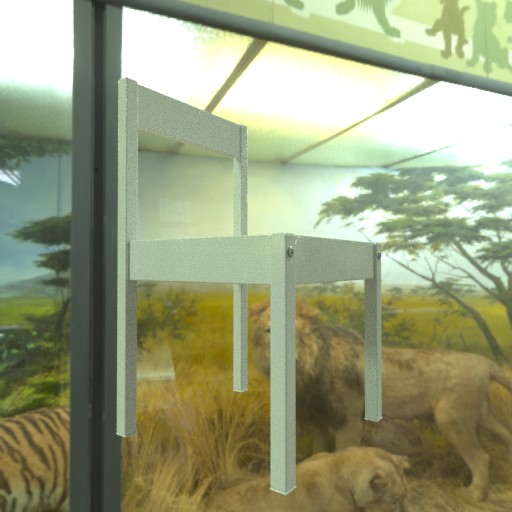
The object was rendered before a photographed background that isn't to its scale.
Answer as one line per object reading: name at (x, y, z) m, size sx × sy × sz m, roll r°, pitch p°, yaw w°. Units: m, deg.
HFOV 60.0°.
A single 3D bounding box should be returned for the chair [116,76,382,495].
chair at (0.000, 0.000, 0.663) m, size 0.285 × 0.505 × 0.285 m, roll -1°, pitch -1°, yaw 36°
